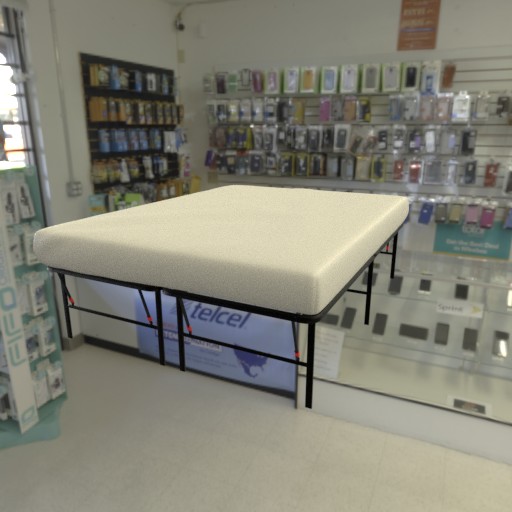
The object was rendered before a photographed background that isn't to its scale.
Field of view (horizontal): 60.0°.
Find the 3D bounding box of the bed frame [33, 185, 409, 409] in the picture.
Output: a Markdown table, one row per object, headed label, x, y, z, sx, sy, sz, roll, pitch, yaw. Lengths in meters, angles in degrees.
| label | x | y | z | sx | sy | sz | roll | pitch | yaw |
| --- | --- | --- | --- | --- | --- | --- | --- | --- | --- |
| bed frame | 0.000 | 0.000 | 2.900 | 1.584 | 0.667 | 2.151 | 8 | 18 | 26 |
